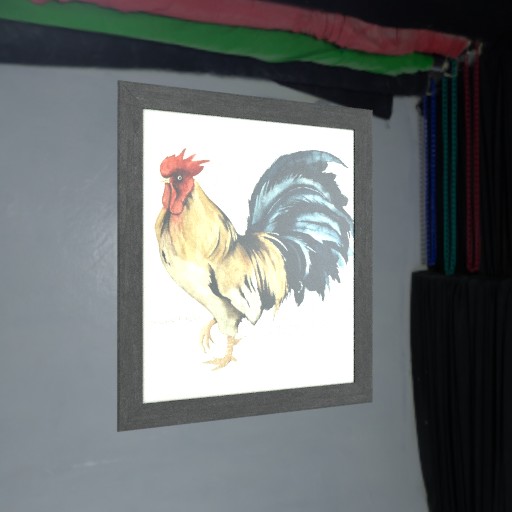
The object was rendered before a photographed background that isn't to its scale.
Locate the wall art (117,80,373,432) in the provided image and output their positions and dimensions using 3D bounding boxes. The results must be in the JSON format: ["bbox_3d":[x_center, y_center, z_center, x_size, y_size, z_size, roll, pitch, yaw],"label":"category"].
[{"bbox_3d":[0.000,0.000,0.797,0.476,0.570,0.013,0,0,-18],"label":"wall art"}]
